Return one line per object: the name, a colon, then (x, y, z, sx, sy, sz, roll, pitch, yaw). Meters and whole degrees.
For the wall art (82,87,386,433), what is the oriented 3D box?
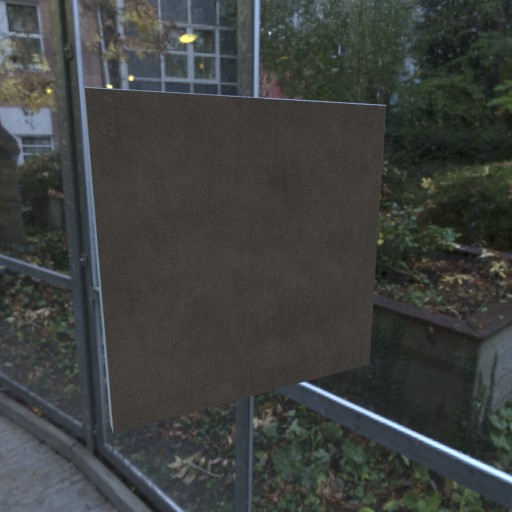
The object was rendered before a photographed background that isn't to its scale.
wall art: (0.000, 0.000, 0.673, 0.455, 0.453, 0.023, -7, 15, -26)
